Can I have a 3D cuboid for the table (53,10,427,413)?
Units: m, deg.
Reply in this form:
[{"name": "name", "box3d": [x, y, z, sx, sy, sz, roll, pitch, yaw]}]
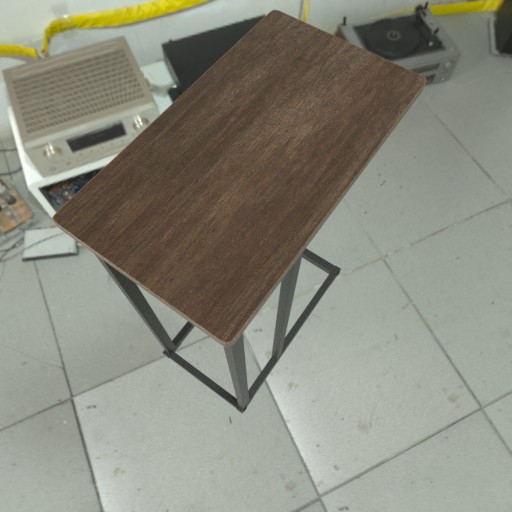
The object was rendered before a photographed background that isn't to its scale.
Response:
[{"name": "table", "box3d": [0.000, 0.000, 0.836, 0.254, 0.637, 0.450, 33, 68, 15]}]
